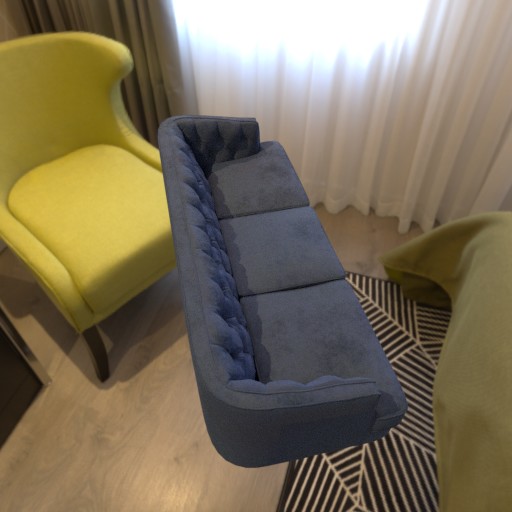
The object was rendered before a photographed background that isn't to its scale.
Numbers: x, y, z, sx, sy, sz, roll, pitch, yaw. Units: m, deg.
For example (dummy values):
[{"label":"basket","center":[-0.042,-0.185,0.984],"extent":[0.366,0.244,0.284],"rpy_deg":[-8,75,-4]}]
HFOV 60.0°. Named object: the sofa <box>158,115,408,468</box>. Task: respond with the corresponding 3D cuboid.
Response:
[{"label":"sofa","center":[0.000,0.000,2.701],"extent":[0.941,0.855,2.278],"rpy_deg":[-10,48,-9]}]
